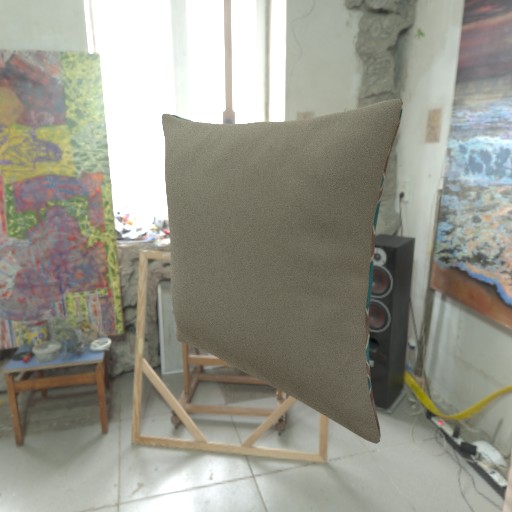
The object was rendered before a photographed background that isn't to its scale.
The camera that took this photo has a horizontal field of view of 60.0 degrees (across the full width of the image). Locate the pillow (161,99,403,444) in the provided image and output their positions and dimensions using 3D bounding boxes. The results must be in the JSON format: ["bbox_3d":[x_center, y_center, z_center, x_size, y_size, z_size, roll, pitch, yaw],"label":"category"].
[{"bbox_3d":[0.000,0.000,0.794,0.526,0.507,0.166,14,21,43],"label":"pillow"}]
